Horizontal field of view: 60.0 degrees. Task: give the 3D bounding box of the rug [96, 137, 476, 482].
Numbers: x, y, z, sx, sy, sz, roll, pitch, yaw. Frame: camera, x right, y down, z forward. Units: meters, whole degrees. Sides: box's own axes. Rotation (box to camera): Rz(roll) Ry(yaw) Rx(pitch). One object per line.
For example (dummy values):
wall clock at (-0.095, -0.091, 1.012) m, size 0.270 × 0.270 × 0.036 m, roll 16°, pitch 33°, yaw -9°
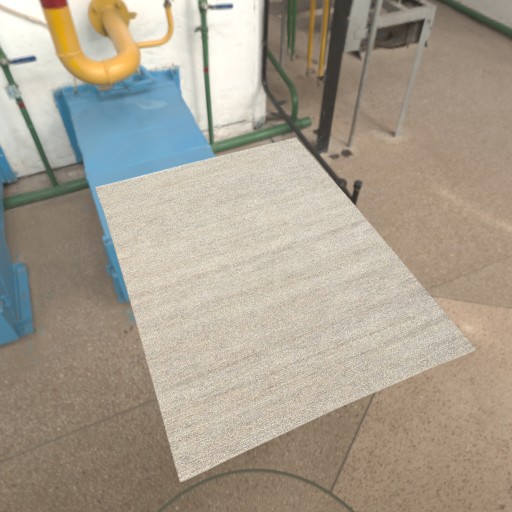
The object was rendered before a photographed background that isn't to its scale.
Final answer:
rug at (0.000, 0.000, 4.696) m, size 2.757 × 0.051 × 3.626 m, roll -18°, pitch 51°, yaw -15°
